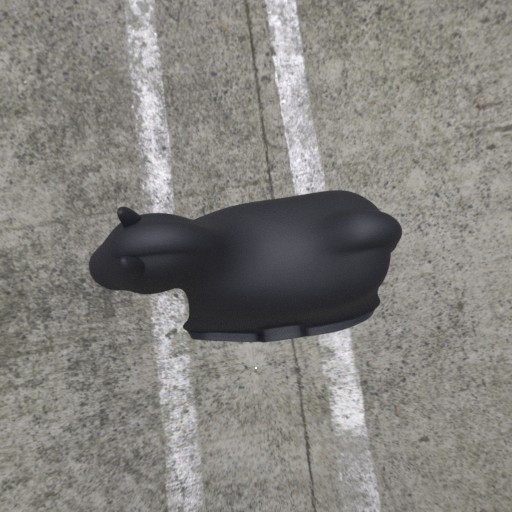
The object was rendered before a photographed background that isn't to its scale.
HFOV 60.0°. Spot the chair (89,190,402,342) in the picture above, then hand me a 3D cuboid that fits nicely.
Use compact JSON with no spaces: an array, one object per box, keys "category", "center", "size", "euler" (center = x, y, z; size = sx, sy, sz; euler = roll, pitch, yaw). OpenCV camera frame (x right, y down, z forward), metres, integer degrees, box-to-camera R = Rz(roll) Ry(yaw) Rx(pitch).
[{"category":"chair","center":[0.000,0.000,1.173],"size":[0.800,0.612,0.429],"euler":[-8,76,-2]}]
